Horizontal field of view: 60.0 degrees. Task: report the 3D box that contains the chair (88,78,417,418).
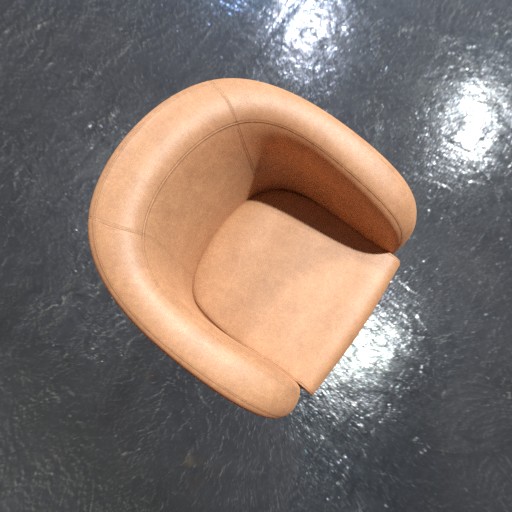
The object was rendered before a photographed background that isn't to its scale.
[{"bbox_3d":[0.000,0.000,1.443,0.815,0.771,0.791,35,78,9],"label":"chair"}]
